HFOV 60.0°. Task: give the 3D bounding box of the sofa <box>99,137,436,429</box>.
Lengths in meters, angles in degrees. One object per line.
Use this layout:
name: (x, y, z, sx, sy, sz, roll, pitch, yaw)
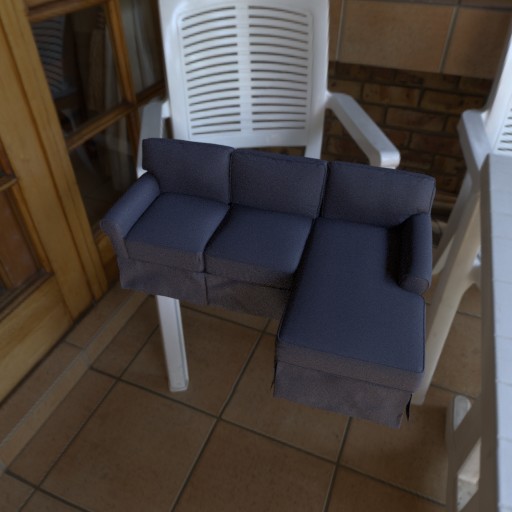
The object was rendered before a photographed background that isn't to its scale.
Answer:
sofa: (0.000, 0.000, 3.347, 2.518, 1.039, 1.637, 11, 41, 12)
